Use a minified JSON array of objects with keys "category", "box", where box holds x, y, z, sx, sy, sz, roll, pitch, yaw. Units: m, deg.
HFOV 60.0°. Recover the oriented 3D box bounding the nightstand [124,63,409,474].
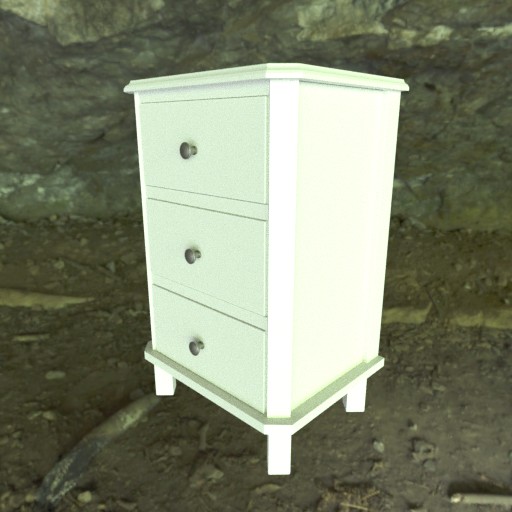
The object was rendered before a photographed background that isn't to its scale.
[{"category":"nightstand","box":[0.000,0.000,0.920,0.435,0.681,0.351,15,22,42]}]
